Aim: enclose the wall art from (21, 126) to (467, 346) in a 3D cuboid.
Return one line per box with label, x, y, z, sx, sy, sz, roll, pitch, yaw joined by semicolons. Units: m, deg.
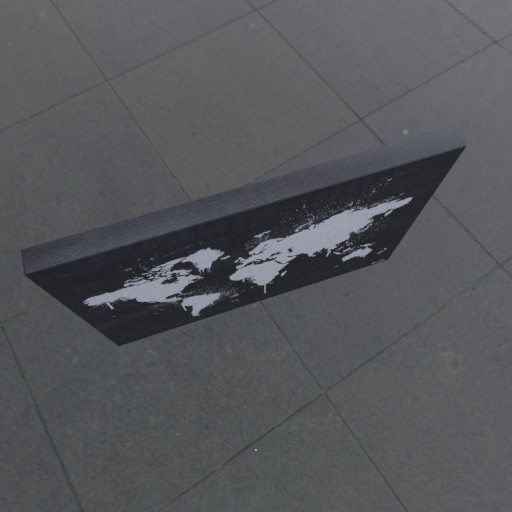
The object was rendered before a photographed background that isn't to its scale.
wall art;0.000;0.000;0.773;0.610;0.409;0.038;-17;67;-7
